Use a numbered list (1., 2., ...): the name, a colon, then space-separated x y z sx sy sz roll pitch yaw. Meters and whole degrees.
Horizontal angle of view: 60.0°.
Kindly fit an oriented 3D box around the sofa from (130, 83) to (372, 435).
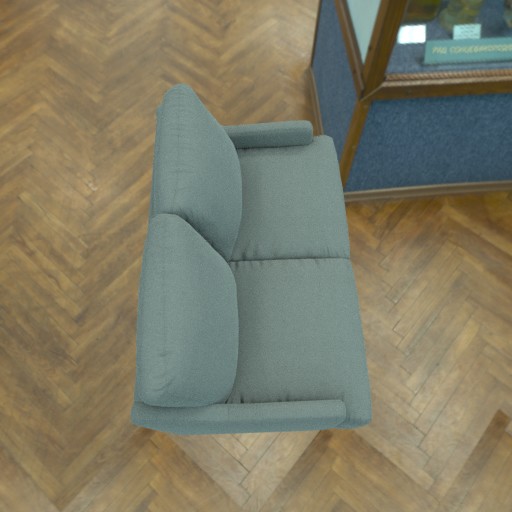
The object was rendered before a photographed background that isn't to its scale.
1. sofa: 0.000 0.000 2.183 0.987 0.921 1.589 -2 64 -1
